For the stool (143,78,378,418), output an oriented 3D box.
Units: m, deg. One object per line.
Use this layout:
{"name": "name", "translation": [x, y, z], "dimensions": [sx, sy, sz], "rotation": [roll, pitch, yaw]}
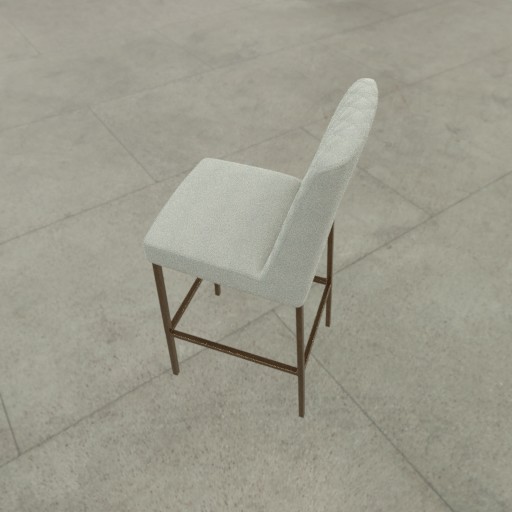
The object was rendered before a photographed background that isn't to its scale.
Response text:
{"name": "stool", "translation": [0.000, 0.000, 1.420], "dimensions": [0.546, 1.084, 0.462], "rotation": [14, 48, 13]}
